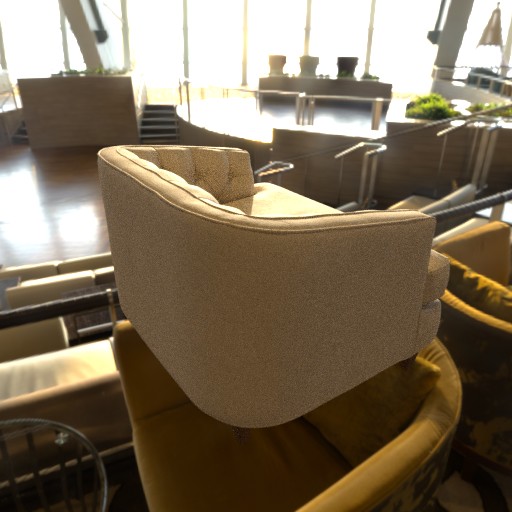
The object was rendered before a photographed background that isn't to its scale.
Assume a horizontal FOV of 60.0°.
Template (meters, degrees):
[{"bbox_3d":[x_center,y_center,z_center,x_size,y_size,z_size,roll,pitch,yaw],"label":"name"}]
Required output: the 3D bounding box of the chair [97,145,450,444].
[{"bbox_3d":[0.000,0.000,1.702,0.914,0.787,1.118,-18,32,-31],"label":"chair"}]
